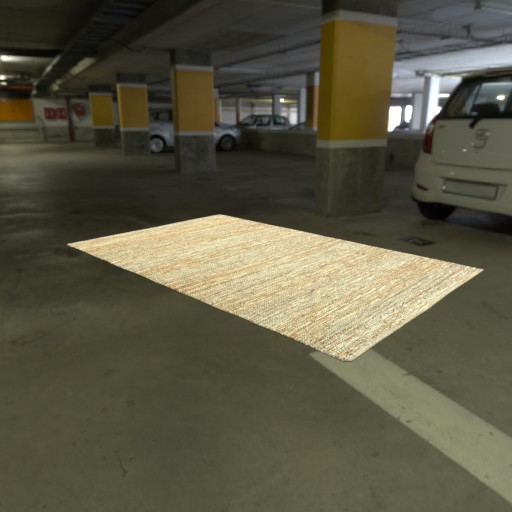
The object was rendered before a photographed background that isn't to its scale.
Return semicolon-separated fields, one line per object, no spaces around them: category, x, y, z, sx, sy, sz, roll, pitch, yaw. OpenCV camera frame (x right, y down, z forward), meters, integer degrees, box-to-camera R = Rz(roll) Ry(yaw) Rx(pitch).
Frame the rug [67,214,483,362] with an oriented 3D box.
rug;0.000;0.000;3.018;2.446;0.009;1.529;16;23;41
